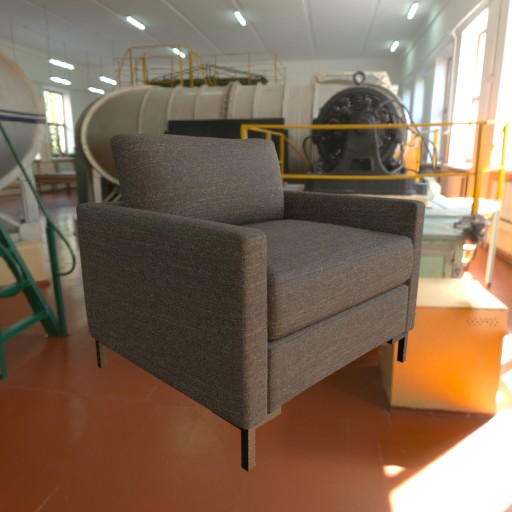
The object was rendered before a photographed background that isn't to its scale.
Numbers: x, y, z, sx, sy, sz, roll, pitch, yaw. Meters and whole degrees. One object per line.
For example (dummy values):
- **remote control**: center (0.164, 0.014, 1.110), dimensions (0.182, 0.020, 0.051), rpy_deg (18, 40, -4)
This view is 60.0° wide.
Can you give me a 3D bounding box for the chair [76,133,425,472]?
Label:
- **chair**: center (0.000, 0.000, 1.577), dimensions (0.845, 0.841, 0.940), rpy_deg (13, 18, 43)
